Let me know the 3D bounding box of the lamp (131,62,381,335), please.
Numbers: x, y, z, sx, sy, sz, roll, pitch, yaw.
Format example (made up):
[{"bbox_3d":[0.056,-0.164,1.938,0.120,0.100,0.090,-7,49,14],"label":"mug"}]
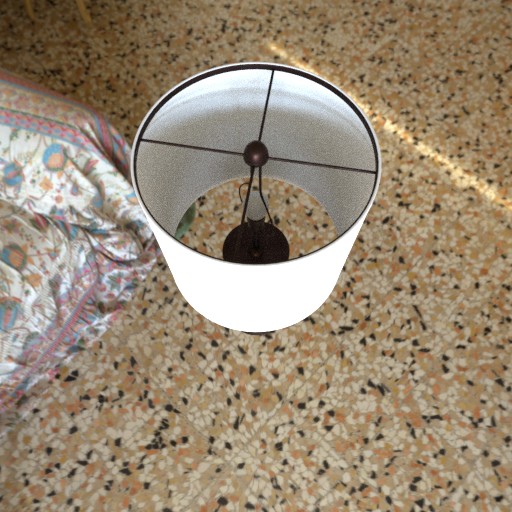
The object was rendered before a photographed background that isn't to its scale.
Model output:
[{"bbox_3d":[0.000,0.000,0.808,0.301,0.630,0.301,-33,70,-14],"label":"lamp"}]
